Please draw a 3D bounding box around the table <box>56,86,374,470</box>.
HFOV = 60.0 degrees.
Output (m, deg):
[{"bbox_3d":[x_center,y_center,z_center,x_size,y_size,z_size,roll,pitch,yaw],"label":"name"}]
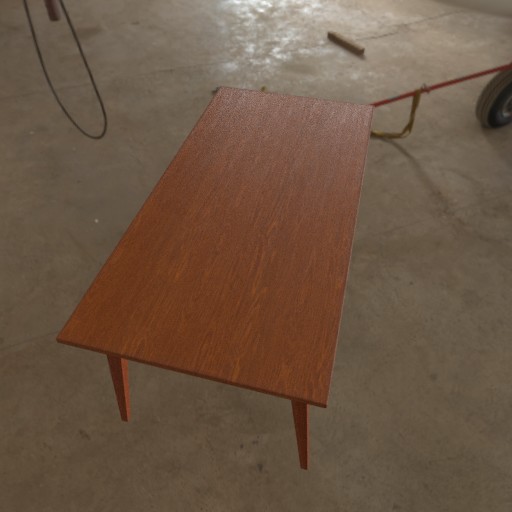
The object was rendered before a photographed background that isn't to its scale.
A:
[{"bbox_3d":[0.000,0.000,2.045,0.811,0.755,1.609,11,49,10],"label":"table"}]
